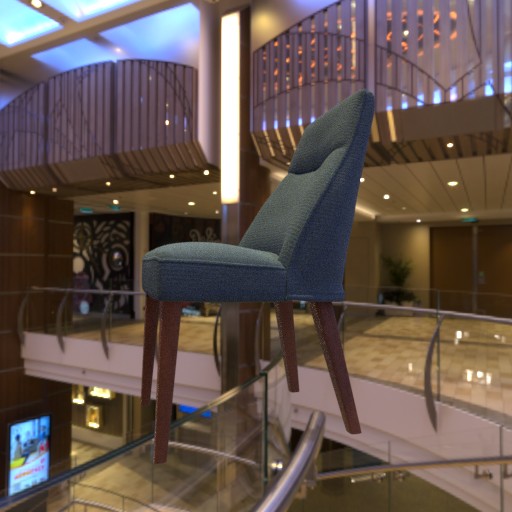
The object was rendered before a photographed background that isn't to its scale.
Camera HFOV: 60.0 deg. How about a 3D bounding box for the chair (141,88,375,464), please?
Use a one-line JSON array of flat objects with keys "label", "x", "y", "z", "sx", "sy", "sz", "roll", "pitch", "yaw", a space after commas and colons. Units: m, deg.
[{"label": "chair", "x": 0.000, "y": 0.000, "z": 1.291, "sx": 0.620, "sy": 0.930, "sz": 0.500, "roll": 0, "pitch": -1, "yaw": -18}]
